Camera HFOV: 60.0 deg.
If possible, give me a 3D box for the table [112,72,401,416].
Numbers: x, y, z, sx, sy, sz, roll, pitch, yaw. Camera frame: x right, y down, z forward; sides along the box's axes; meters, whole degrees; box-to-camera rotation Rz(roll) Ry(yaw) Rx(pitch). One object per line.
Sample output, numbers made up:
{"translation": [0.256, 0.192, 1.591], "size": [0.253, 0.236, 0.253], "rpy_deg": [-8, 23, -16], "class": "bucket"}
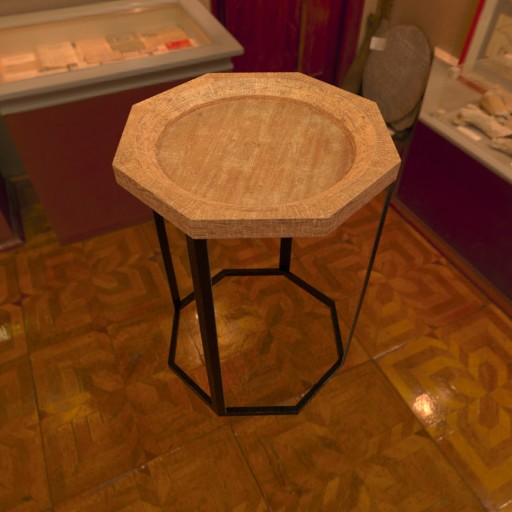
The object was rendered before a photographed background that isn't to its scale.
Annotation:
{"translation": [0.000, 0.000, 0.875], "size": [0.437, 0.553, 0.437], "rpy_deg": [-18, 49, -16], "class": "table"}
